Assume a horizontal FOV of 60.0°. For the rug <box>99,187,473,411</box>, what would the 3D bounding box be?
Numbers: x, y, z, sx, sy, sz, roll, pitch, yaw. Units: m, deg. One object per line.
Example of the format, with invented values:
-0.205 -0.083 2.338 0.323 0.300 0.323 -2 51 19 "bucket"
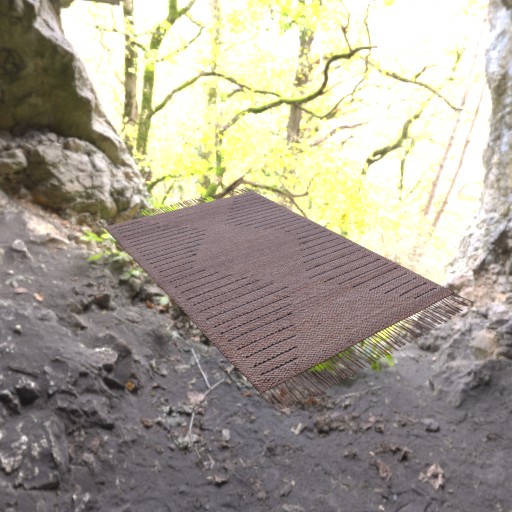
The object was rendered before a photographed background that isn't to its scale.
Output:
0.000 0.000 2.624 1.224 0.027 2.085 -18 33 -30 "rug"
